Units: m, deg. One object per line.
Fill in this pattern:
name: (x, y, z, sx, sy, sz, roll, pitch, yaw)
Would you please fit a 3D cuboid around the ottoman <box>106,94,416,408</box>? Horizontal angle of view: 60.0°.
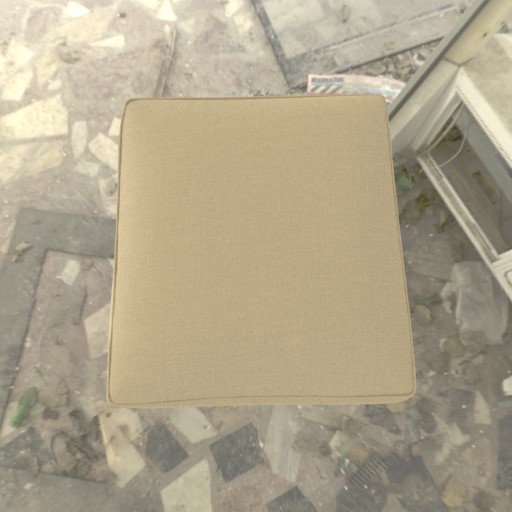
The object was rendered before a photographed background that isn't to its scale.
ottoman: (0.000, 0.000, 1.141, 0.662, 0.505, 0.716, -1, 76, 0)
